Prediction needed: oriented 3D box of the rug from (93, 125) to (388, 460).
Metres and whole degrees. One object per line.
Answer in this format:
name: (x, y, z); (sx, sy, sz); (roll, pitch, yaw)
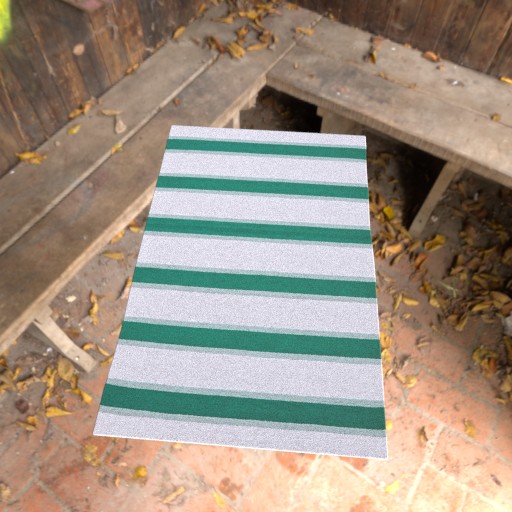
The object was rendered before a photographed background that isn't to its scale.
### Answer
rug: (0.000, 0.000, 2.279); (1.210, 0.012, 1.829); (4, 59, 2)
